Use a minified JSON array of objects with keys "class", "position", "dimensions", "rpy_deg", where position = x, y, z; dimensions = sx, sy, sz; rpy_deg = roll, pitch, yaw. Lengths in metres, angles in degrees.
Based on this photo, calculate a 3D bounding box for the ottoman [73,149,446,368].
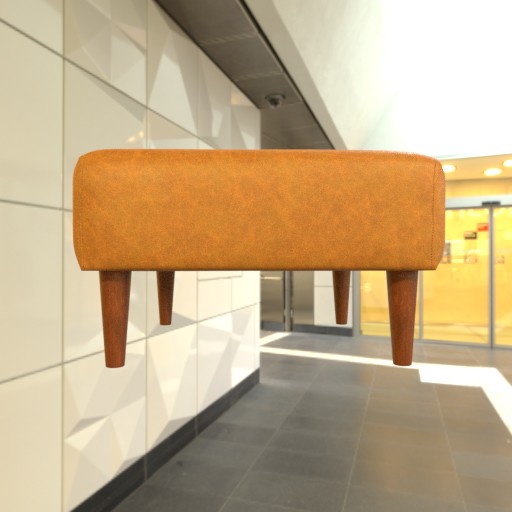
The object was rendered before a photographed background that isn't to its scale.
[{"class":"ottoman","position":[0.000,0.000,1.054],"dimensions":[0.650,0.399,0.650],"rpy_deg":[0,0,-1]}]
